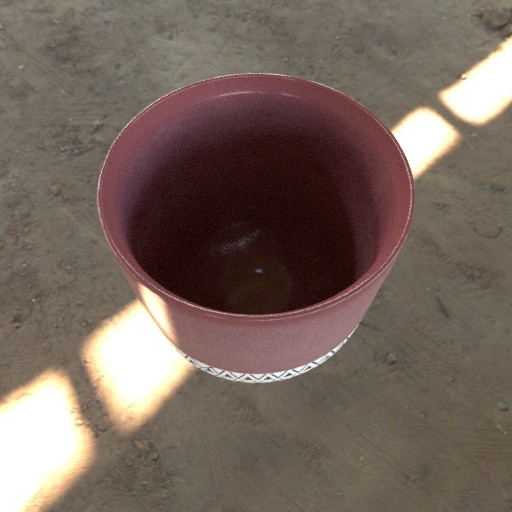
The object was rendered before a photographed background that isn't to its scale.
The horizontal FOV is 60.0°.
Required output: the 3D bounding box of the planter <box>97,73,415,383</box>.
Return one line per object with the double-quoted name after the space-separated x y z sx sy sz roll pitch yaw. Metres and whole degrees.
0.000 0.000 0.489 0.266 0.270 0.266 0 59 0 "planter"
